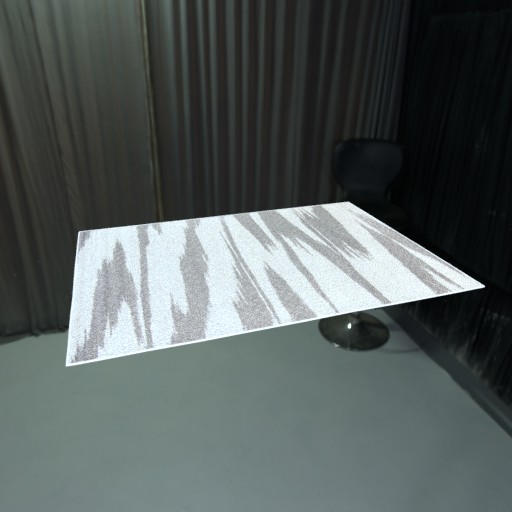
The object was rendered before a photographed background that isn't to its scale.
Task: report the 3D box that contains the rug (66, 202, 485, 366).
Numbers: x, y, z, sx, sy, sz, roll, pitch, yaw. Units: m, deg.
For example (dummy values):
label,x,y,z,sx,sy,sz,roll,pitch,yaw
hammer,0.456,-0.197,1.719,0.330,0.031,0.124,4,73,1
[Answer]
label,x,y,z,sx,sy,sz,roll,pitch,yaw
rug,0.000,0.000,2.773,2.142,0.010,1.533,-8,27,-16
